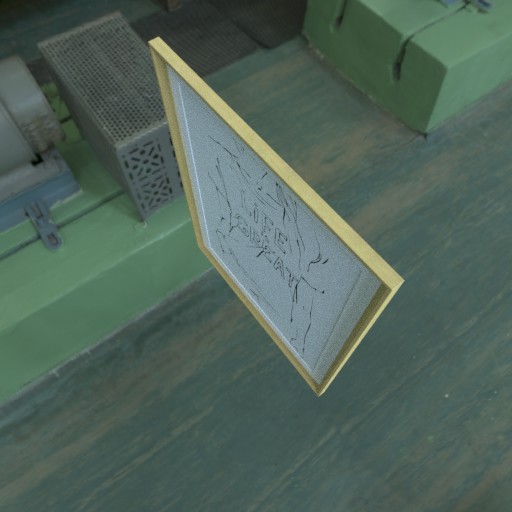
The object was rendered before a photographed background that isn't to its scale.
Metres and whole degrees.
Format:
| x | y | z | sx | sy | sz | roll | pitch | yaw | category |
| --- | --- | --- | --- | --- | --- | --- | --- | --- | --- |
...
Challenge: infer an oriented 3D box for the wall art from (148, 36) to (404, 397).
| x | y | z | sx | sy | sz | roll | pitch | yaw | category |
| --- | --- | --- | --- | --- | --- | --- | --- | --- | --- |
| 0.000 | 0.000 | 1.345 | 0.030 | 1.002 | 0.798 | -34 | 68 | -16 | wall art |
